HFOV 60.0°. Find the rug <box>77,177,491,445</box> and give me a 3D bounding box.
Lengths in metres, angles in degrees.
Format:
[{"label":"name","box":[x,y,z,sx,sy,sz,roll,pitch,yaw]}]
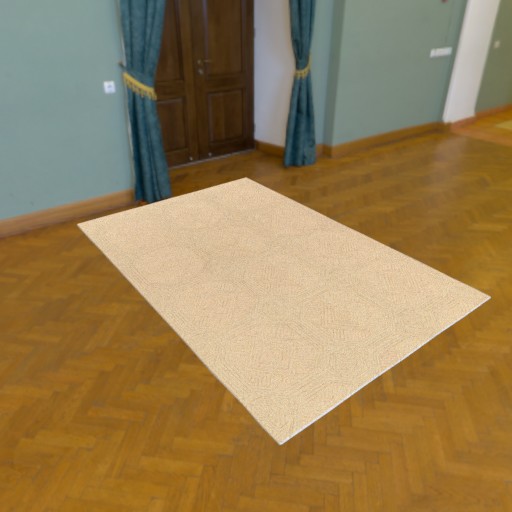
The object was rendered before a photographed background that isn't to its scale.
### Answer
[{"label":"rug","box":[0.000,0.000,2.276,1.236,0.009,1.839,-22,37,-31]}]
